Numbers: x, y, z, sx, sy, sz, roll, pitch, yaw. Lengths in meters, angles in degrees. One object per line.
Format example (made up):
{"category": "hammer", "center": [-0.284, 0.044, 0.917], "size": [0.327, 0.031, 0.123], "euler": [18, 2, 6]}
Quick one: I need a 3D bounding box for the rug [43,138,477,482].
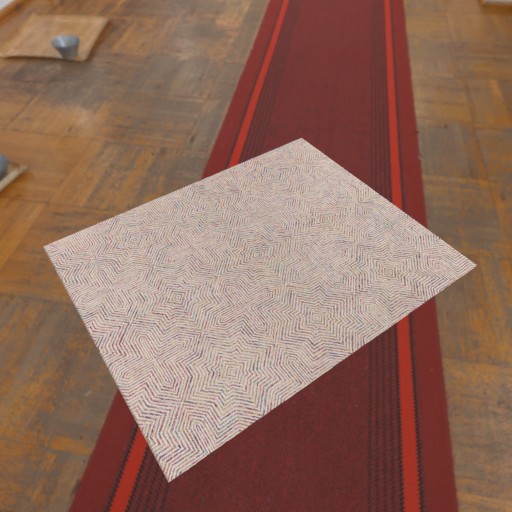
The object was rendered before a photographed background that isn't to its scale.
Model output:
{"category": "rug", "center": [0.000, 0.000, 3.981], "size": [3.046, 0.008, 2.442], "euler": [-28, 54, -23]}
